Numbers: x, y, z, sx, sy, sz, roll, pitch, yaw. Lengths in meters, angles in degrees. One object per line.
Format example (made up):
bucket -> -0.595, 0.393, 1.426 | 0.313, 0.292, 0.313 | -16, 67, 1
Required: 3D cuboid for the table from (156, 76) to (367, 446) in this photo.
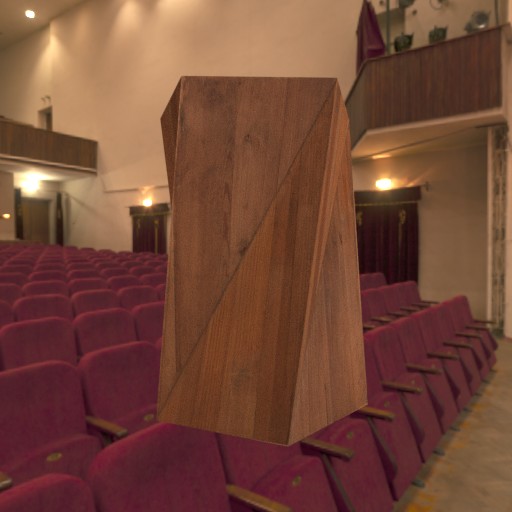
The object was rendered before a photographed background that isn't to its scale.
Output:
table -> 0.000, 0.000, 0.922 | 0.425, 0.604, 0.441 | 1, 1, 36
